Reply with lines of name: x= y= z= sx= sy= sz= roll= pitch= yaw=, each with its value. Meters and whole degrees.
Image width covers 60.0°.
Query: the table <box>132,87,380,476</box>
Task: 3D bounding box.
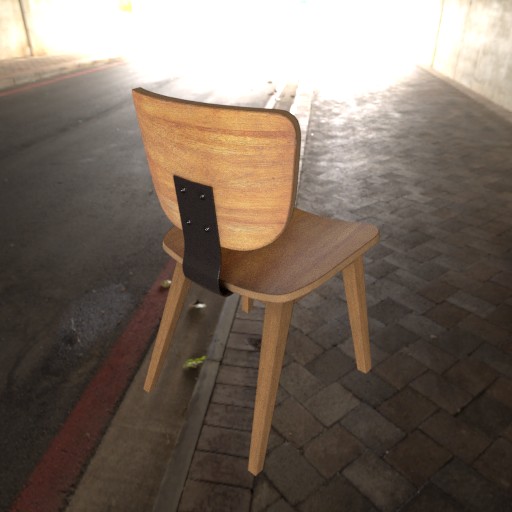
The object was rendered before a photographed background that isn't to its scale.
table: x=0.000 y=0.000 z=1.118 sx=0.499 sy=0.805 sz=0.500 roll=22 pitch=36 yaw=34
